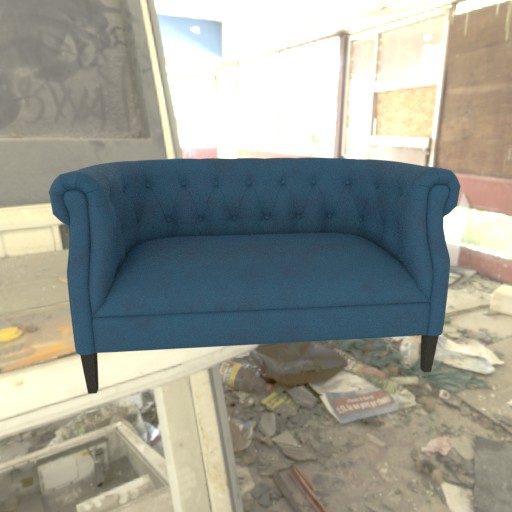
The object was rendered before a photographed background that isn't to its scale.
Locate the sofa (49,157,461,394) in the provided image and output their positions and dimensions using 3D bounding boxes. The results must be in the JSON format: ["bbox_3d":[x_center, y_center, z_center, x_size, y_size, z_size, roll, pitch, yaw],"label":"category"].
[{"bbox_3d":[0.000,0.000,2.007,1.558,0.827,0.835,-2,16,-6],"label":"sofa"}]
